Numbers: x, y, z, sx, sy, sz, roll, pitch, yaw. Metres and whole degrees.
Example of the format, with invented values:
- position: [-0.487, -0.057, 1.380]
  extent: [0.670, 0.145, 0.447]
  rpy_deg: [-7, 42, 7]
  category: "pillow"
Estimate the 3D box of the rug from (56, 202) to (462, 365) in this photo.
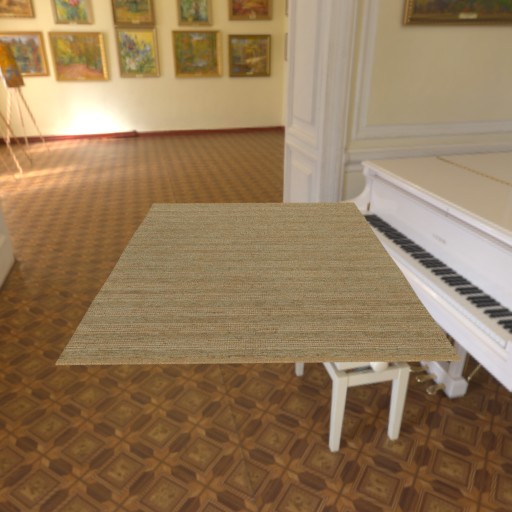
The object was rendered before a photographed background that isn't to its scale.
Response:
- position: [0.000, 0.000, 4.050]
  extent: [2.471, 0.012, 3.034]
  rpy_deg: [0, 25, -1]
  category: "rug"
